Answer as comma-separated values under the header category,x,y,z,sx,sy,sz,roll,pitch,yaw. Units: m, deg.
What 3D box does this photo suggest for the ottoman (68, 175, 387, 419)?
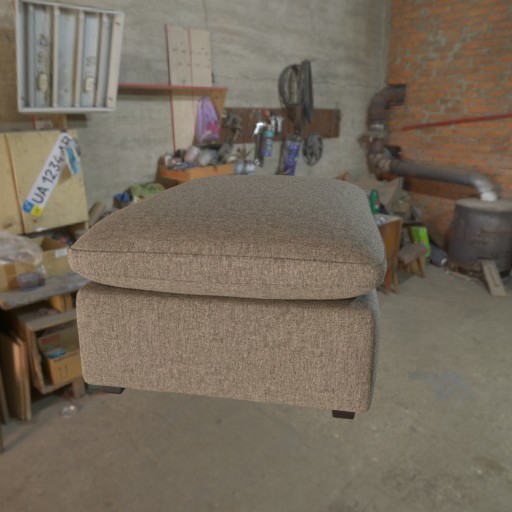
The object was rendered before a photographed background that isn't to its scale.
category,x,y,z,sx,sy,sz,roll,pitch,yaw
ottoman,0.000,0.000,1.354,0.694,0.451,0.977,3,17,10
